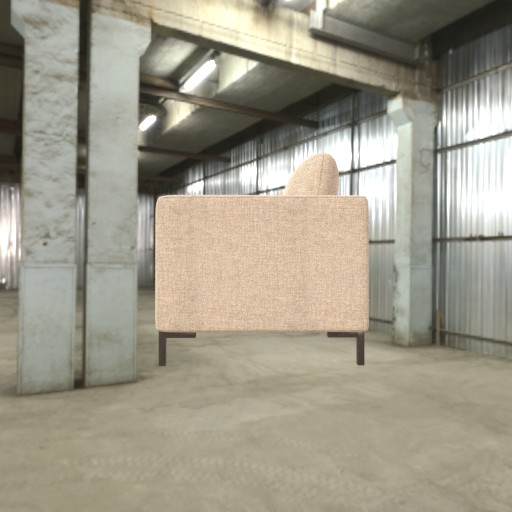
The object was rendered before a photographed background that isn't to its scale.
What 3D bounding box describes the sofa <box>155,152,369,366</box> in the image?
[{"bbox_3d":[0.000,0.000,2.825,0.859,0.874,2.218,0,0,-1],"label":"sofa"}]
